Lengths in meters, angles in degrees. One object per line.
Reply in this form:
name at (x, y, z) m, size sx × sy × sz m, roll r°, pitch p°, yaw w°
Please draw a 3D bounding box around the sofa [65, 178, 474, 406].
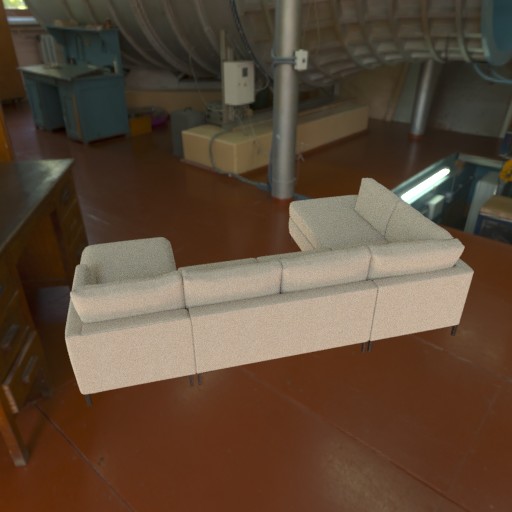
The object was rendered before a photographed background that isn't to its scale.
sofa at (0.000, 0.000, 3.927) m, size 2.984 × 0.862 × 1.989 m, roll -8°, pitch 31°, yaw -13°
